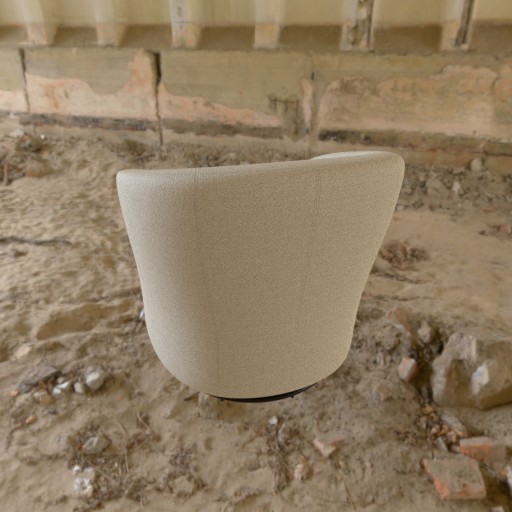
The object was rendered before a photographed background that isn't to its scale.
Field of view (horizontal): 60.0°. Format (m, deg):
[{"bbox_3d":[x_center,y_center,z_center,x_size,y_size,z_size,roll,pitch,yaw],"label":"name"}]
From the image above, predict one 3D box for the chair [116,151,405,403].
[{"bbox_3d":[0.000,0.000,1.430,0.791,0.771,0.815,-8,27,-17],"label":"chair"}]
